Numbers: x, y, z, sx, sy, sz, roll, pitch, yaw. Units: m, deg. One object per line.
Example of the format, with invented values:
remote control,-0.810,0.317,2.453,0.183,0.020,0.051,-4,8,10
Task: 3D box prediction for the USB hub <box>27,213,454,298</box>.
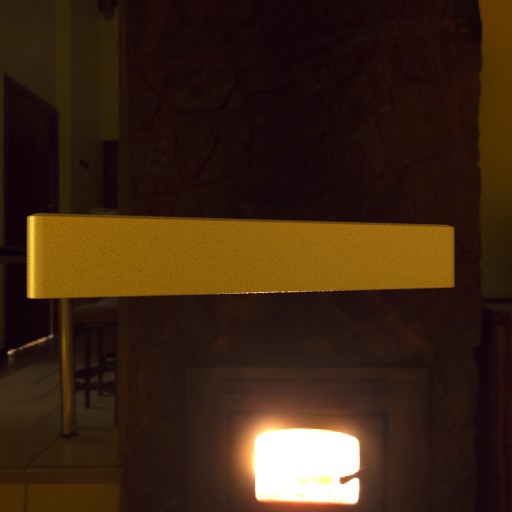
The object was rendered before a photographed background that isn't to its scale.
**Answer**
USB hub,0.000,0.000,0.162,0.145,0.023,0.044,0,0,-19
